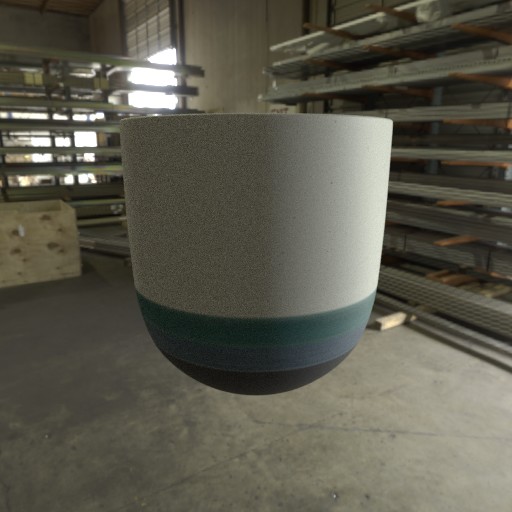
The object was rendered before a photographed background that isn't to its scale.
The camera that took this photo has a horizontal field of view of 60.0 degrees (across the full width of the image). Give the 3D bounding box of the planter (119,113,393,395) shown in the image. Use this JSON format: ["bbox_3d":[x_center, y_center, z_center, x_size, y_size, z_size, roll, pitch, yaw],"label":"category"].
[{"bbox_3d":[0.000,0.000,0.370,0.204,0.214,0.204,0,14,0],"label":"planter"}]
